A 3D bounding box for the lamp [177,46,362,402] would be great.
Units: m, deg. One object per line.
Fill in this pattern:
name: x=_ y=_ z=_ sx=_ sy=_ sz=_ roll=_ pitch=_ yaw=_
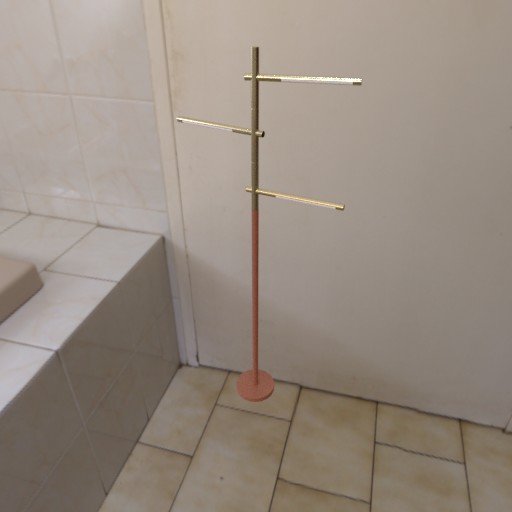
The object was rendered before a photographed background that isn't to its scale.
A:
lamp: x=0.000 y=0.000 z=1.980 sx=0.737 sy=1.704 sz=0.209 roll=10 pitch=34 yaw=15
